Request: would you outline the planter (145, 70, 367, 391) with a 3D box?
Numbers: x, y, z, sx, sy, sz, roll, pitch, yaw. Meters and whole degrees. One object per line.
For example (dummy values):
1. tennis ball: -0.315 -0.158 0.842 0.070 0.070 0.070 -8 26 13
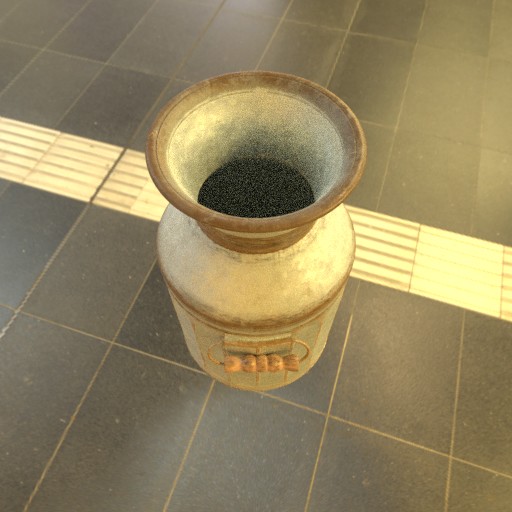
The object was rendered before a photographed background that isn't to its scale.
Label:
1. planter: 0.000 0.000 0.506 0.215 0.358 0.248 -1 59 -1
